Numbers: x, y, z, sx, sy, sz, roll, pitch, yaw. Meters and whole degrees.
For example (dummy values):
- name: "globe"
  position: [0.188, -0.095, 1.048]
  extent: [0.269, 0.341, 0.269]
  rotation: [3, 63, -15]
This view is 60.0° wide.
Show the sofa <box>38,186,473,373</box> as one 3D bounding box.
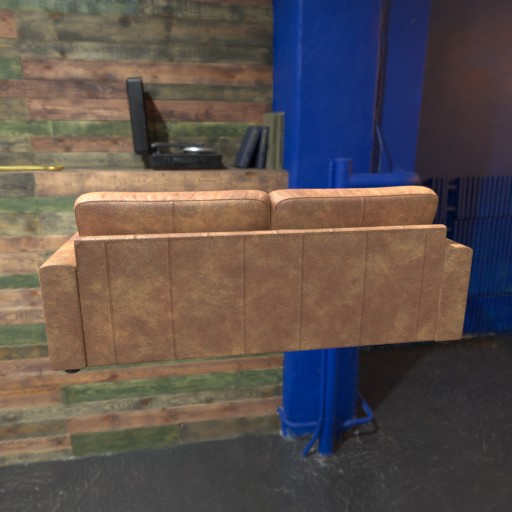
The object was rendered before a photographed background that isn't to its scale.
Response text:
- name: "sofa"
  position: [0.000, 0.000, 2.688]
  extent: [2.179, 0.873, 1.016]
  rotation: [-2, 15, -9]
